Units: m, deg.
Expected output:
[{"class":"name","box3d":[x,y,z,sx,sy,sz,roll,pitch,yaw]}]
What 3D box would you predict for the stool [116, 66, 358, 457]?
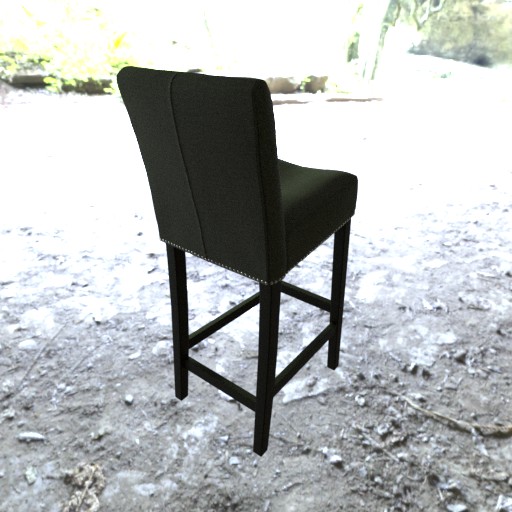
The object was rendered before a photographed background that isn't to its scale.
[{"class":"stool","box3d":[0.000,0.000,1.303,0.411,1.047,0.548,21,35,33]}]
